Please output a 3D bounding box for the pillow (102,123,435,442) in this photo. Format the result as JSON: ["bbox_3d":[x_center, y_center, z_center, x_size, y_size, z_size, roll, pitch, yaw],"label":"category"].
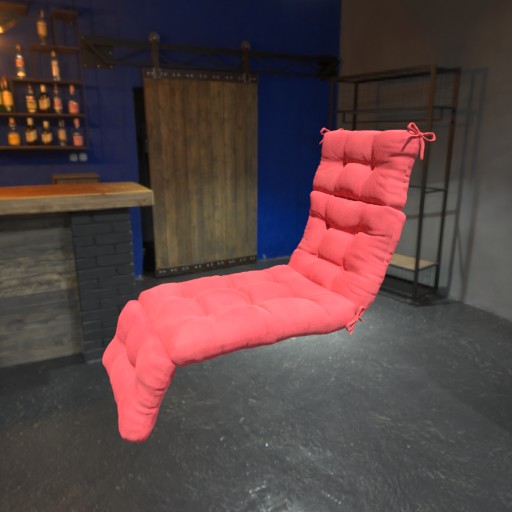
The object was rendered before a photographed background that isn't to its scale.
[{"bbox_3d":[0.000,0.000,1.500,1.016,0.863,0.526,-7,17,-24],"label":"pillow"}]
